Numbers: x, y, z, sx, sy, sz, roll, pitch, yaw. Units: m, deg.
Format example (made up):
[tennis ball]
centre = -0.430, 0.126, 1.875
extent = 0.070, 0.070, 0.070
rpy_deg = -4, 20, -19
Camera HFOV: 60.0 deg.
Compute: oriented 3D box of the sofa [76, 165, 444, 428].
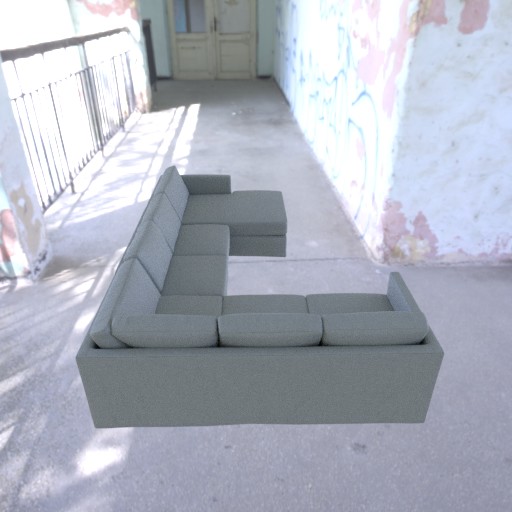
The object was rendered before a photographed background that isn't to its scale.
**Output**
[sofa]
centre = 0.000, 0.000, 4.495
extent = 2.427, 0.882, 3.460
rpy_deg = -1, 30, -1
